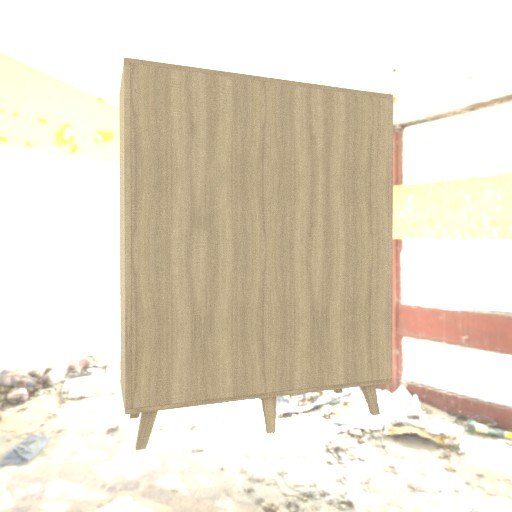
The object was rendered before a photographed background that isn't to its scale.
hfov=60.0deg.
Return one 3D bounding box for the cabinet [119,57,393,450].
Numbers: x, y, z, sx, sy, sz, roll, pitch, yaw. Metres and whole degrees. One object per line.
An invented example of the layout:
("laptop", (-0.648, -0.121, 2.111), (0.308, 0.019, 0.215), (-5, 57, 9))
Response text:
("cabinet", (0.000, 0.000, 1.914), (1.111, 1.388, 0.398), (0, 1, -20))
